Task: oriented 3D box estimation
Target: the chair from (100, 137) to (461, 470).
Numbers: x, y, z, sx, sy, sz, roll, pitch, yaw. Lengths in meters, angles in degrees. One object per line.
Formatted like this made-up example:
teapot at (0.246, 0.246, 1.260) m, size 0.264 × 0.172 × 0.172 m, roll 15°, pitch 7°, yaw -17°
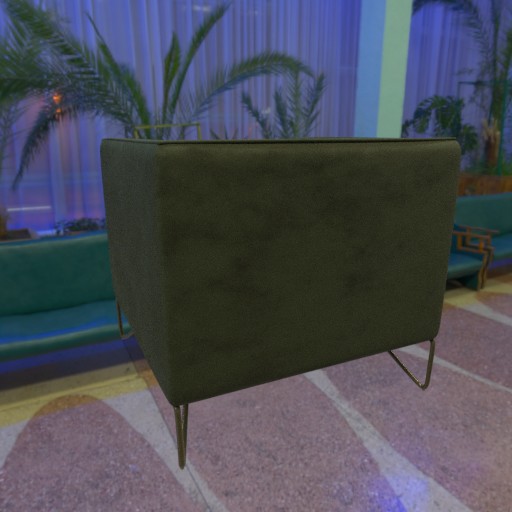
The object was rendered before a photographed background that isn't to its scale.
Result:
chair at (0.000, 0.000, 1.521) m, size 0.880 × 0.790 × 0.894 m, roll -7°, pitch 17°, yaw -25°
